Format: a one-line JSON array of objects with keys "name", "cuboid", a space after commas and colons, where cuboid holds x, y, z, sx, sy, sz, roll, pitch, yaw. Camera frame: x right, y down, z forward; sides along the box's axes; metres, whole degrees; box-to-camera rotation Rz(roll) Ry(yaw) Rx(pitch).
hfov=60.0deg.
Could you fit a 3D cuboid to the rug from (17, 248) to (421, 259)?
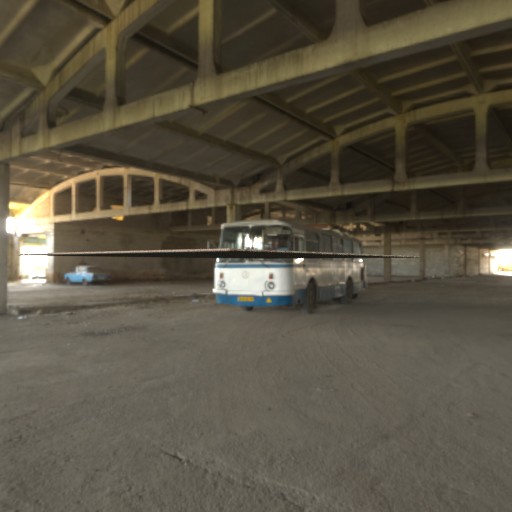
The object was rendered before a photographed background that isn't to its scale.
[{"name": "rug", "cuboid": [0.000, 0.000, 3.003, 1.526, 0.011, 2.435, -1, -1, 36]}]
